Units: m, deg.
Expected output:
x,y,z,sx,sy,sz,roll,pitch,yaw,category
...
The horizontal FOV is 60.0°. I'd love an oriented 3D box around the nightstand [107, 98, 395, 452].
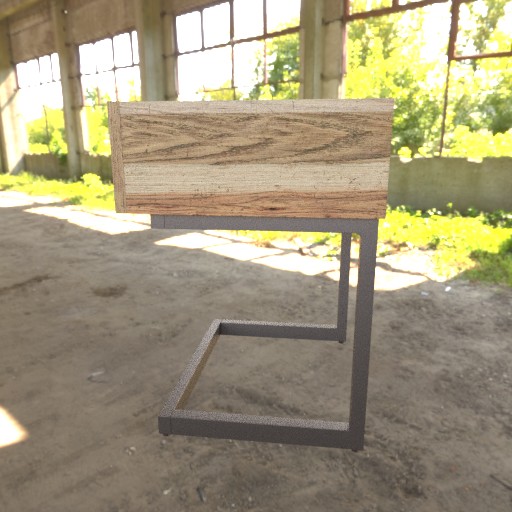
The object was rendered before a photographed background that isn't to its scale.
x,y,z,sx,sy,sz,roll,pitch,yaw,category
0.000,0.000,1.022,0.481,0.632,0.558,2,14,7,nightstand
